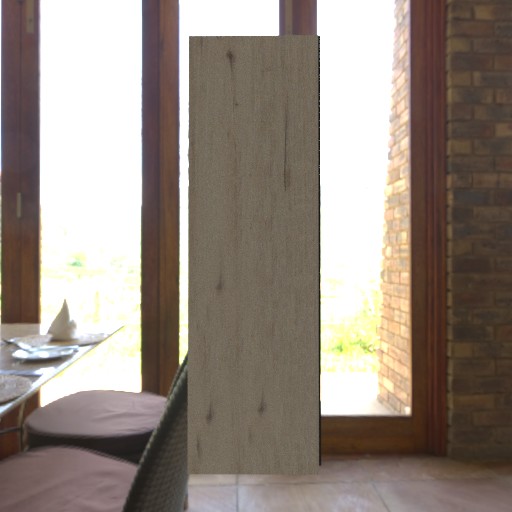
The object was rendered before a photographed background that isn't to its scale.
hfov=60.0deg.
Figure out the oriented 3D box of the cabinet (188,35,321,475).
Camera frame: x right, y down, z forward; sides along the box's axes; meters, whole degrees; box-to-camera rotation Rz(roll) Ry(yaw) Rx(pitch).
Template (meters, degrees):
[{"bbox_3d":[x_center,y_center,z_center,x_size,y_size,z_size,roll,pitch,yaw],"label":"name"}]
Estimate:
[{"bbox_3d":[0.000,0.000,3.200,0.660,2.180,2.000,0,-1,0],"label":"cabinet"}]
